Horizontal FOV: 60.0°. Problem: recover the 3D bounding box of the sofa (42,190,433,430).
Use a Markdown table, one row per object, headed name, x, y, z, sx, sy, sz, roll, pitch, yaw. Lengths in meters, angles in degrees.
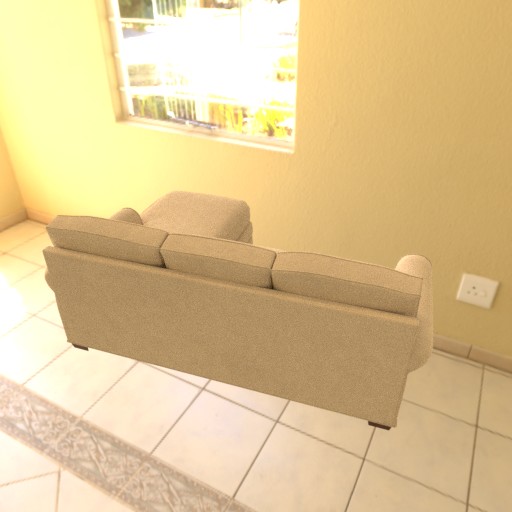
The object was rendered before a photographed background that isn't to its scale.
| name | x | y | z | sx | sy | sz | roll | pitch | yaw |
| --- | --- | --- | --- | --- | --- | --- | --- | --- | --- |
| sofa | 0.000 | 0.000 | 2.377 | 1.770 | 0.734 | 1.226 | 10 | 34 | 15 |
